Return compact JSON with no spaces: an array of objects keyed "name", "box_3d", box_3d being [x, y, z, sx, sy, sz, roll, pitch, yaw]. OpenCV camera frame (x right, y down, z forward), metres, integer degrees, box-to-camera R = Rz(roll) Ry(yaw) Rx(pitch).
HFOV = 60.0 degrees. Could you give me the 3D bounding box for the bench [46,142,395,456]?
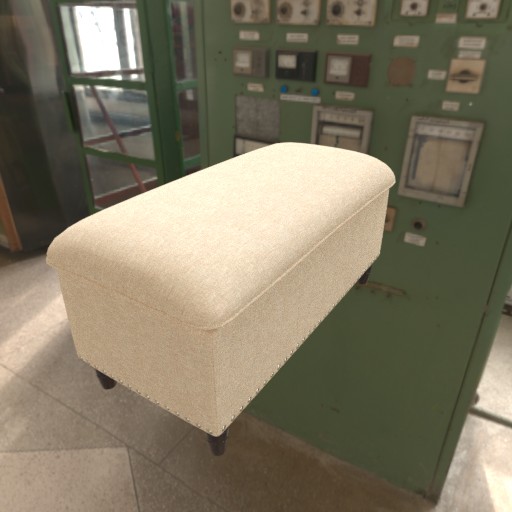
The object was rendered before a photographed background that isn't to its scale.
[{"name":"bench","box_3d":[0.000,0.000,1.256,0.483,0.483,0.991,17,33,29]}]
